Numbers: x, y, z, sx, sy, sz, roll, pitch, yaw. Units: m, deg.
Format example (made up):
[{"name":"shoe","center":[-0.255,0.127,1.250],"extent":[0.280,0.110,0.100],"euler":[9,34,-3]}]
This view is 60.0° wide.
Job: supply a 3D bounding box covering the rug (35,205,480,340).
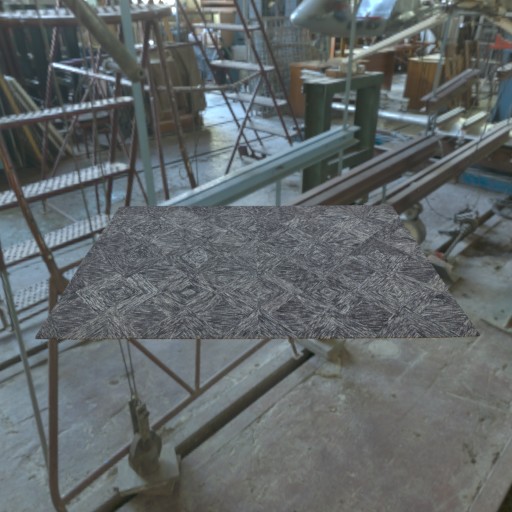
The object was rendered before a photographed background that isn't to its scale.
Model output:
[{"name":"rug","center":[0.000,0.000,5.320],"extent":[4.093,0.020,2.997],"euler":[0,30,0]}]
